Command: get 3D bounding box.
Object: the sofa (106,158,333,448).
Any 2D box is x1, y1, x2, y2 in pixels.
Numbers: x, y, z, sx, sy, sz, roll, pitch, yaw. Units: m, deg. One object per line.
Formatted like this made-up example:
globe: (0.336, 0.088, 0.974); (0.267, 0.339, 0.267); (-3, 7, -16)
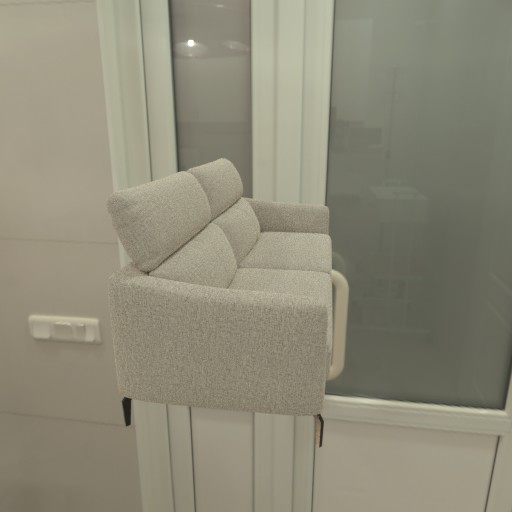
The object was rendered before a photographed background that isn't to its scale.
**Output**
sofa: (0.000, 0.000, 2.507); (0.856, 0.956, 2.015); (3, 17, 9)
